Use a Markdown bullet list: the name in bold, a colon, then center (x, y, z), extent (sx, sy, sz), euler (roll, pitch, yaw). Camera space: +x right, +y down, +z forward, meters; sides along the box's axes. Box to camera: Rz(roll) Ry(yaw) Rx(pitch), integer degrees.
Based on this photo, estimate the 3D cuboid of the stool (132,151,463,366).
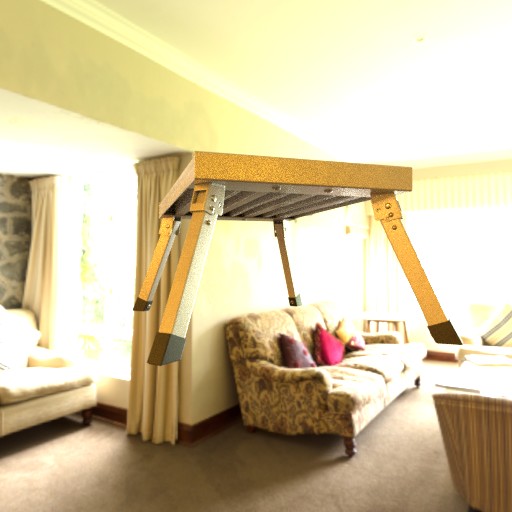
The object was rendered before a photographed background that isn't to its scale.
- **stool**: center (0.000, 0.000, 0.744), extent (0.385, 0.225, 0.535), euler (0, -1, -17)
